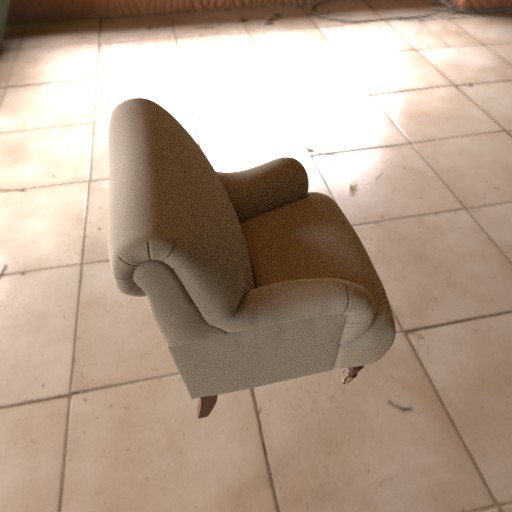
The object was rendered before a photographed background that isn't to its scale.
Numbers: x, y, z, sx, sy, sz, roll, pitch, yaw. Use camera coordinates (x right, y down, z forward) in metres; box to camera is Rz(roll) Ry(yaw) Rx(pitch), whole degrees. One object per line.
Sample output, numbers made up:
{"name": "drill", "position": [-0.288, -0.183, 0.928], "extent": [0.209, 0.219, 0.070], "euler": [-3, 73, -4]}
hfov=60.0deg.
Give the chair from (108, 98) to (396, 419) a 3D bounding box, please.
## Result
{"name": "chair", "position": [0.000, 0.000, 1.570], "extent": [0.842, 0.942, 0.766], "euler": [-9, 46, -9]}
